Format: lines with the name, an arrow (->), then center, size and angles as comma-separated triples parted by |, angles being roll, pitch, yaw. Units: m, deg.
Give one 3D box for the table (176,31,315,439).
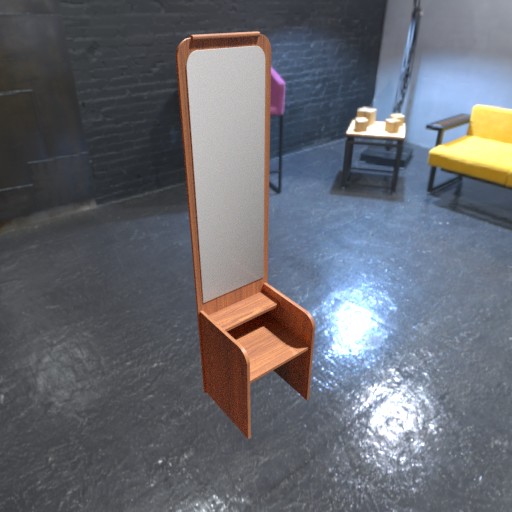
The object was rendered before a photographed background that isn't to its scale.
table -> 0.000, 0.000, 2.055 | 0.450, 1.830, 0.420 | -21, 37, -32
